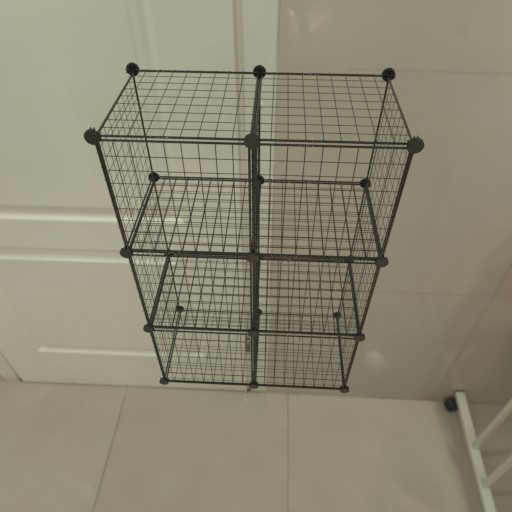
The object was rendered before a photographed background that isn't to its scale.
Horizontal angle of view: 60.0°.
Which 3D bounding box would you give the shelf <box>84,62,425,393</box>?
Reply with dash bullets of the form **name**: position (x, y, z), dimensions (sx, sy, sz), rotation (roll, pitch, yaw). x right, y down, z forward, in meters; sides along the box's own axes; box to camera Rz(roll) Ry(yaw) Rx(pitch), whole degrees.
- **shelf**: position (0.000, 0.000, 1.417), dimensions (0.711, 1.067, 0.356), rotation (2, 45, 2)
